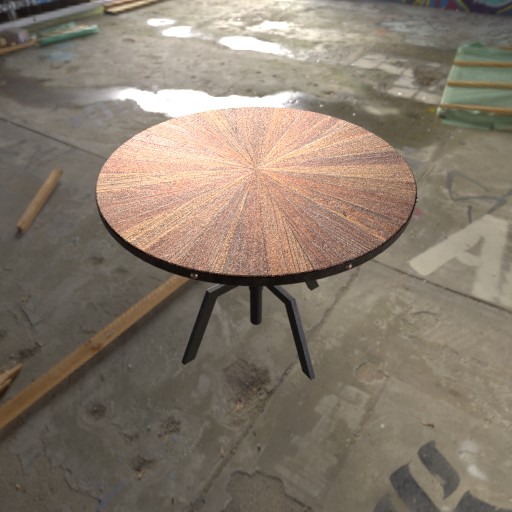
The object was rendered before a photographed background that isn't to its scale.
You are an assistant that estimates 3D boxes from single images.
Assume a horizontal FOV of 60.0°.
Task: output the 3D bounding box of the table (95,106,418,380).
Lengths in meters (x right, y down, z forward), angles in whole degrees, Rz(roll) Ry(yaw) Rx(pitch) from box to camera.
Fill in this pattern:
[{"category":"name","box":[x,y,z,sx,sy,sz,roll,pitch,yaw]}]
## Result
[{"category":"table","box":[0.000,0.000,1.476,0.885,0.658,0.885,0,41,0]}]
